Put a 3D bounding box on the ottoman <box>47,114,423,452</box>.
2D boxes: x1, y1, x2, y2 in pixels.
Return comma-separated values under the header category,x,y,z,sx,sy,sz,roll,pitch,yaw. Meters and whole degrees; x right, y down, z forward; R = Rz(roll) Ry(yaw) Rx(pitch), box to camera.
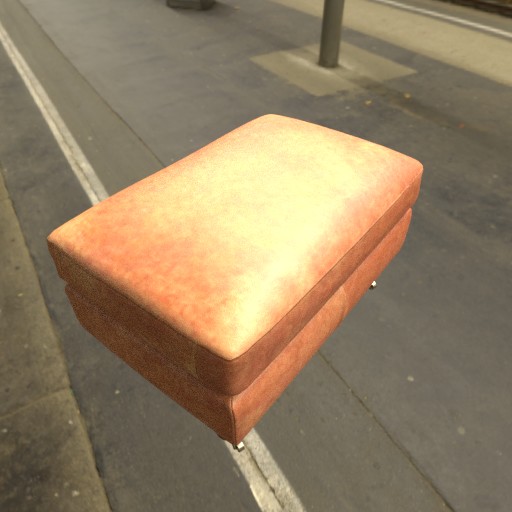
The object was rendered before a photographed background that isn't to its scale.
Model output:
category,x,y,z,sx,sy,sz,roll,pitch,yaw
ottoman,0.000,0.000,1.204,0.565,0.507,0.852,27,48,28
